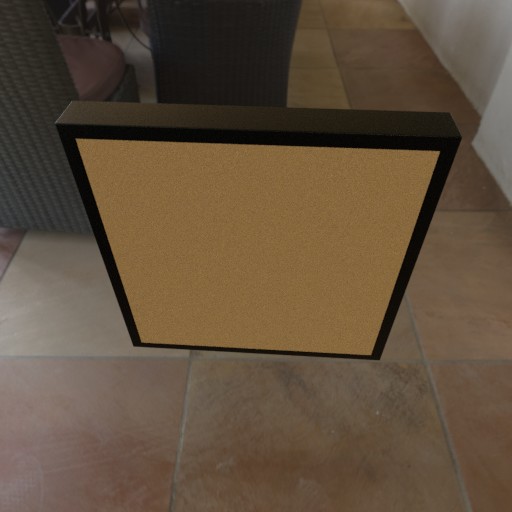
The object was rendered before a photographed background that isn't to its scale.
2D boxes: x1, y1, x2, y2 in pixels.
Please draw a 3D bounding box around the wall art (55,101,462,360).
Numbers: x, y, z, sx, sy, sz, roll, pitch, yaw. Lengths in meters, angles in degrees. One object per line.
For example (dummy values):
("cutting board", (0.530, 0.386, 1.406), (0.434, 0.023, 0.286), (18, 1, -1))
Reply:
("wall art", (0.000, 0.000, 0.444), (0.299, 0.299, 0.037), (3, 45, 3))
